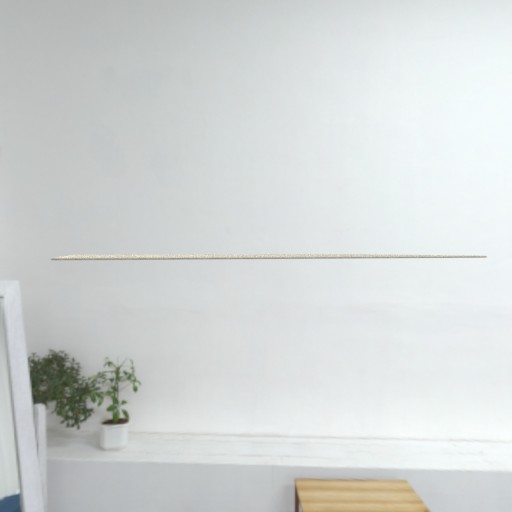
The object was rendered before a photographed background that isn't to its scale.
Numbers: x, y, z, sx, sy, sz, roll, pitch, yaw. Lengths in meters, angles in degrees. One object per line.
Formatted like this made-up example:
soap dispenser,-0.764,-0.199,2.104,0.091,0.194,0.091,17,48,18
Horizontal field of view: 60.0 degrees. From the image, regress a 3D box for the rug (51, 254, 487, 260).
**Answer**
rug,0.000,0.000,2.885,2.286,0.011,1.524,0,1,-19
